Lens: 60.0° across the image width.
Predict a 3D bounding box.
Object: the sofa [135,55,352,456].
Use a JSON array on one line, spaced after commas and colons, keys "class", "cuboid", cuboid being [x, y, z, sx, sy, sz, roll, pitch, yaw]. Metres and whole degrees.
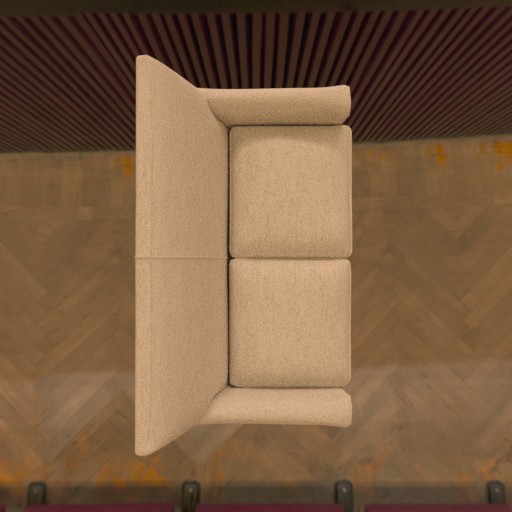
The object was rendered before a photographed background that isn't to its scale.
[{"class": "sofa", "cuboid": [0.000, 0.000, 2.061, 0.891, 0.892, 1.482, 0, 89, 0]}]
